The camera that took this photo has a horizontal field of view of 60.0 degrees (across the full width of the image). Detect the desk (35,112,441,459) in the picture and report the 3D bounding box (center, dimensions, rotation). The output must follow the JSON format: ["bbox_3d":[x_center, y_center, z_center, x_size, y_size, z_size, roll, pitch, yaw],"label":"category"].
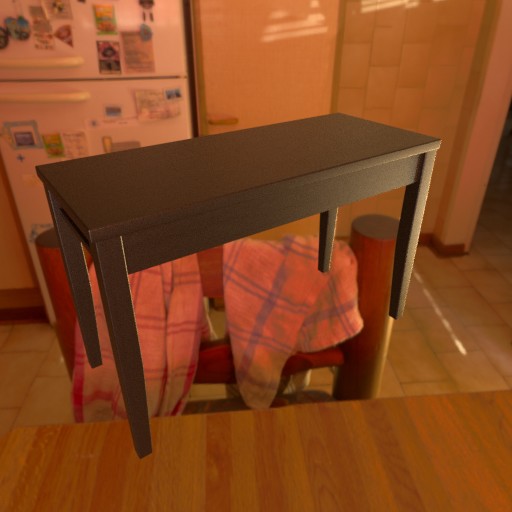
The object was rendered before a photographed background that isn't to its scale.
[{"bbox_3d":[0.000,0.000,1.609,1.220,0.775,0.508,-19,35,-30],"label":"desk"}]
